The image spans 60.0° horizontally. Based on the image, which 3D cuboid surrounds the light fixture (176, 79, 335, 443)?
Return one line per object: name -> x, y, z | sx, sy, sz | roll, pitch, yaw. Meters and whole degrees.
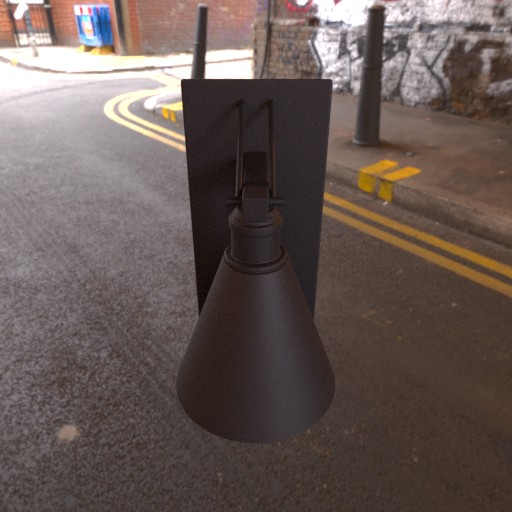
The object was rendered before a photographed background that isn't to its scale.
light fixture -> 0.000, 0.000, 0.428 | 0.170, 0.298, 0.207 | 0, 29, 0
